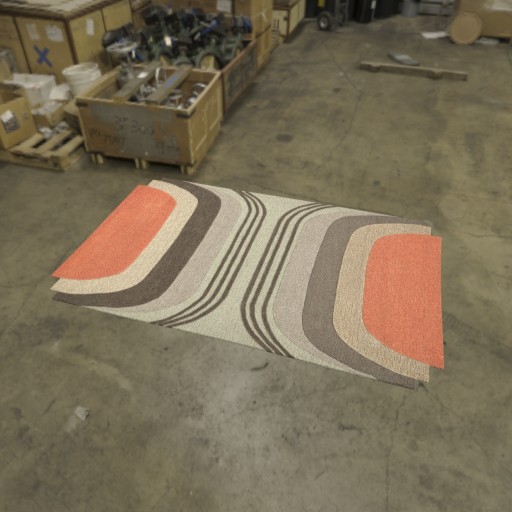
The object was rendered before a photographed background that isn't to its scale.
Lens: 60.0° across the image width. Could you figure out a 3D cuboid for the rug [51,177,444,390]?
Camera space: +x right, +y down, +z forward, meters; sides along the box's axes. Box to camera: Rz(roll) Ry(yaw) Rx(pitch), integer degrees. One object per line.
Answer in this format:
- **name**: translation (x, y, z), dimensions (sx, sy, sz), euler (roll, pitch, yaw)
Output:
- **rug**: translation (0.000, 0.000, 3.047), dimensions (2.446, 0.017, 1.530), euler (11, 42, 13)
